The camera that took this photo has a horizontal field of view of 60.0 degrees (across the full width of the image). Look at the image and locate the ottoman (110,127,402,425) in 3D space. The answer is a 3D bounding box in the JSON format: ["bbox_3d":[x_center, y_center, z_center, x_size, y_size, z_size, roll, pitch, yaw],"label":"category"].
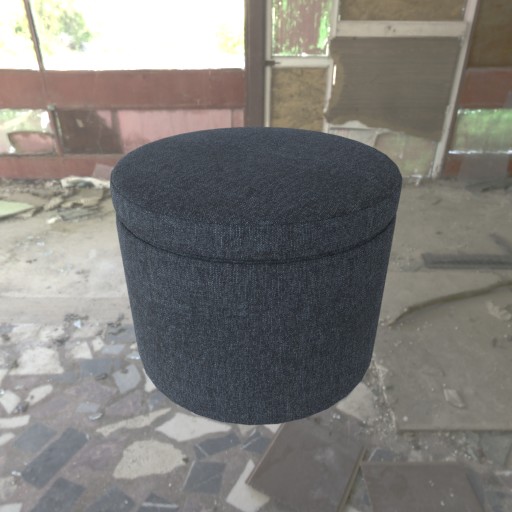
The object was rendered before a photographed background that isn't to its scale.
[{"bbox_3d":[0.000,0.000,0.874,0.500,0.419,0.500,0,30,0],"label":"ottoman"}]
